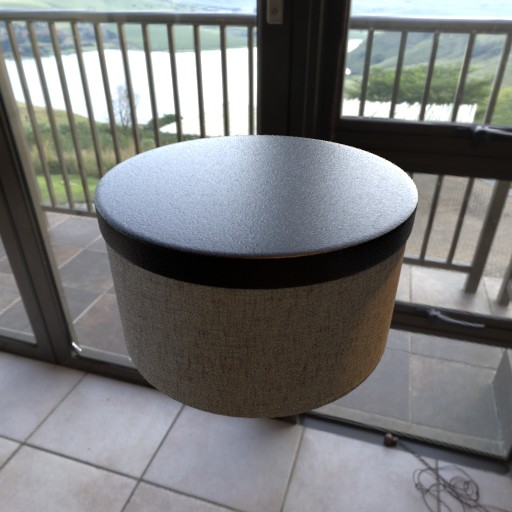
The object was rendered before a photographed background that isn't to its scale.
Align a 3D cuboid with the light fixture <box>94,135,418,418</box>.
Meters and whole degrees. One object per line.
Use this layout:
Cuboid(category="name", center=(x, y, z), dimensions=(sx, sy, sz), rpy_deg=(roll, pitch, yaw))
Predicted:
Cuboid(category="light fixture", center=(0.000, 0.000, 0.614), dimensions=(0.389, 0.229, 0.389), rpy_deg=(0, 31, 0))
